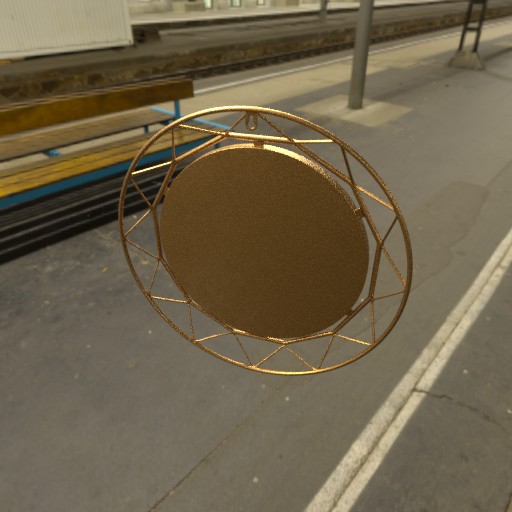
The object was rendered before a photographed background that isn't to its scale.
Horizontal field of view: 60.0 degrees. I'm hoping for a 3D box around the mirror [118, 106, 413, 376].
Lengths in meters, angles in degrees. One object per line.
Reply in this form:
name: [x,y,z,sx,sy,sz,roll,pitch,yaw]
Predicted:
mirror: [0.000,0.000,0.679,0.454,0.454,0.043,10,33,16]
